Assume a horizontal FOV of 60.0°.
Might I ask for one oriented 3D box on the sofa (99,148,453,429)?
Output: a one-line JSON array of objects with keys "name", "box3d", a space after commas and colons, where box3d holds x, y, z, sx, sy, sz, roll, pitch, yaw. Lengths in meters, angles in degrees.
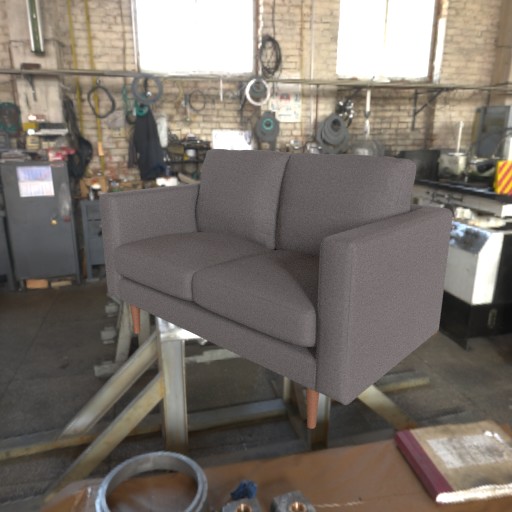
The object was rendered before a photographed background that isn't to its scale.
[{"name": "sofa", "box3d": [0.000, 0.000, 2.011, 1.430, 0.908, 0.796, 14, 21, 41]}]
